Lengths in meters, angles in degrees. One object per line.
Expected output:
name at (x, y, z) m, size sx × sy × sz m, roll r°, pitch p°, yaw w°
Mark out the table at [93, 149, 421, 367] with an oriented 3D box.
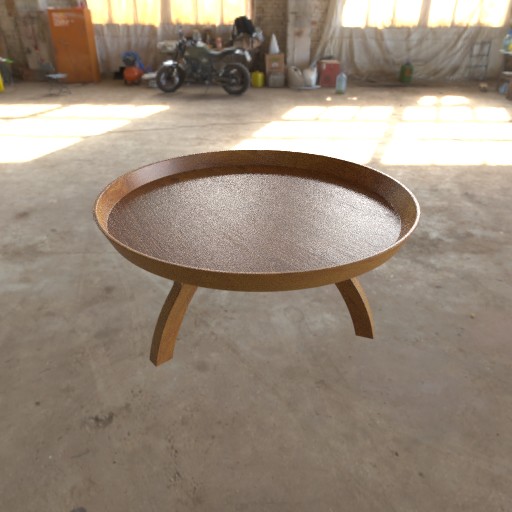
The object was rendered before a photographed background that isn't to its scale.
table at (0.000, 0.000, 1.551) m, size 1.016 × 0.470 × 1.016 m, roll 0°, pitch 30°, yaw 0°
